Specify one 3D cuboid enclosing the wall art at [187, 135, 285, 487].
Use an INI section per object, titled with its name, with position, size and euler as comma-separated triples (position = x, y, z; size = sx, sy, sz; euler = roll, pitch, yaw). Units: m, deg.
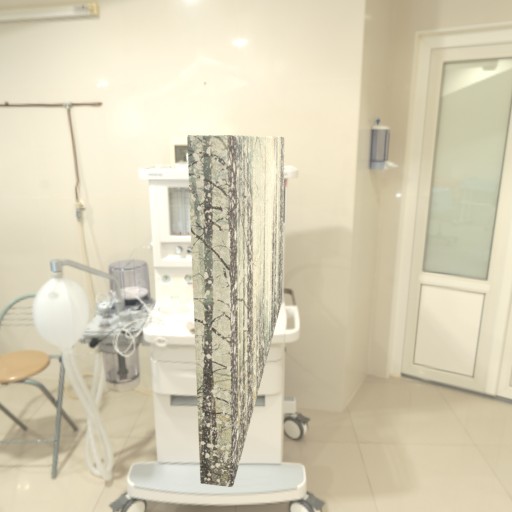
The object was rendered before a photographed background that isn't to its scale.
[wall art]
position = 0.000, 0.000, 0.765
size = 0.042, 0.398, 0.618
euler = 2, 15, 9
